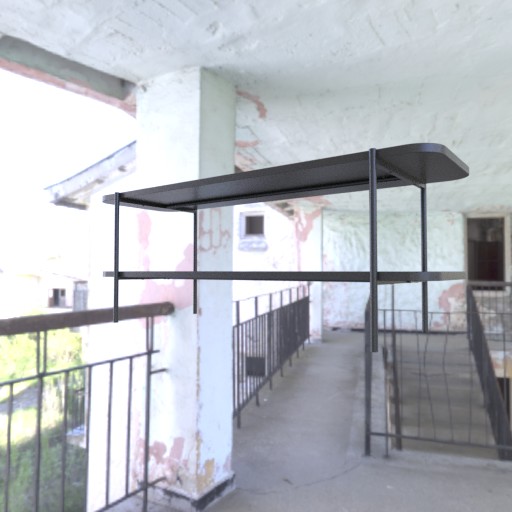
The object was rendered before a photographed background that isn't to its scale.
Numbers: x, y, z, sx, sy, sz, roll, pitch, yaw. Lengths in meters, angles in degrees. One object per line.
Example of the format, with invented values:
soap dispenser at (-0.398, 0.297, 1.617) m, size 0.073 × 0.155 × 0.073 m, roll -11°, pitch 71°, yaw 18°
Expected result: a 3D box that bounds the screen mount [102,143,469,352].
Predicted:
screen mount at (0.000, 0.000, 1.405) m, size 1.200 × 0.447 × 0.400 m, roll -1°, pitch -2°, yaw 37°
